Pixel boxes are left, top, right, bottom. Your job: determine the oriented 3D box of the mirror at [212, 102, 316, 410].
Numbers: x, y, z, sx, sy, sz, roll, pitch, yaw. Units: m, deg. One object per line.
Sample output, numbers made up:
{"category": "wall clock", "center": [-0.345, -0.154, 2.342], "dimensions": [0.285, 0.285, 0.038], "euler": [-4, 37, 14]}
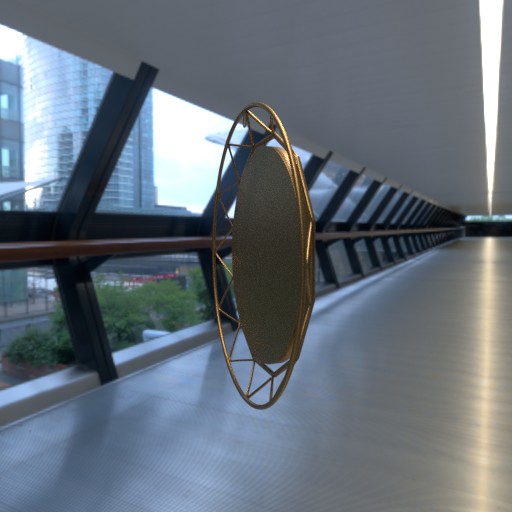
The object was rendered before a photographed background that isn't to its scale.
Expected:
{"category": "mirror", "center": [0.000, 0.000, 0.694], "dimensions": [0.043, 0.454, 0.454], "euler": [-1, 3, -18]}
